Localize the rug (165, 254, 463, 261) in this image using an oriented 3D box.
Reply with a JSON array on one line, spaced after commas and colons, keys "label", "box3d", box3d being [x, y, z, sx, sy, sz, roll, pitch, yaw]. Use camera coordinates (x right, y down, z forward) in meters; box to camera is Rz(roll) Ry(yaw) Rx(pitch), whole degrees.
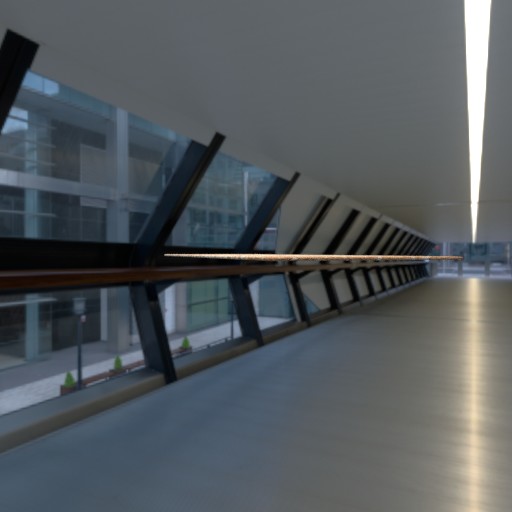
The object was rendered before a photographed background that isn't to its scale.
[{"label": "rug", "box3d": [0.000, 0.000, 2.643, 0.750, 0.011, 2.435, 0, 0, -19]}]
